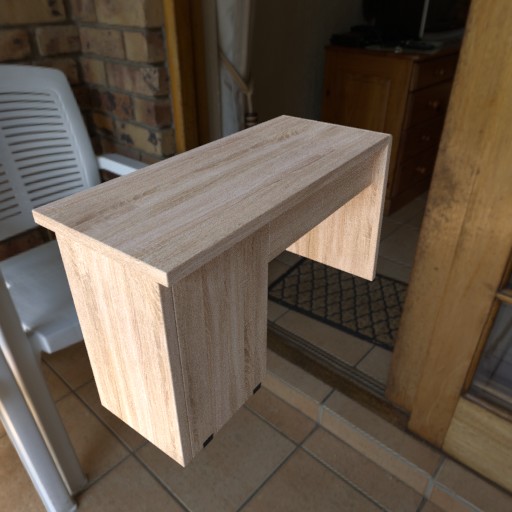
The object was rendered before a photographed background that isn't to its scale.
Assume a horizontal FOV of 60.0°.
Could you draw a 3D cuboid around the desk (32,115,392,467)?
[{"bbox_3d":[0.000,0.000,1.672,0.500,0.750,1.300,21,38,30],"label":"desk"}]
